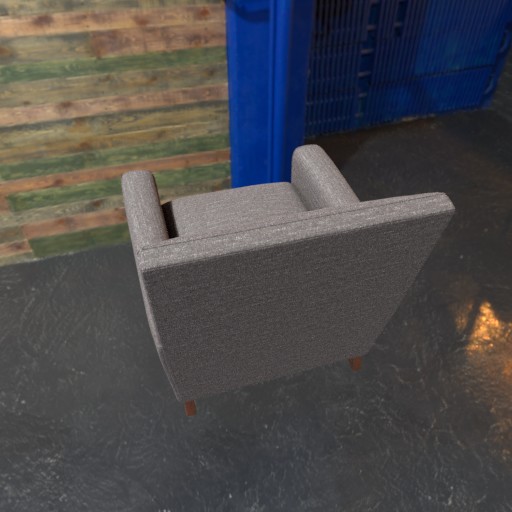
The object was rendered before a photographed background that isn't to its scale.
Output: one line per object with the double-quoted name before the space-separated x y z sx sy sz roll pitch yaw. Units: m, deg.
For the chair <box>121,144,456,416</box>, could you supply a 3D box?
"chair" 0.000 0.000 1.594 0.838 0.885 0.875 -11 43 -13
